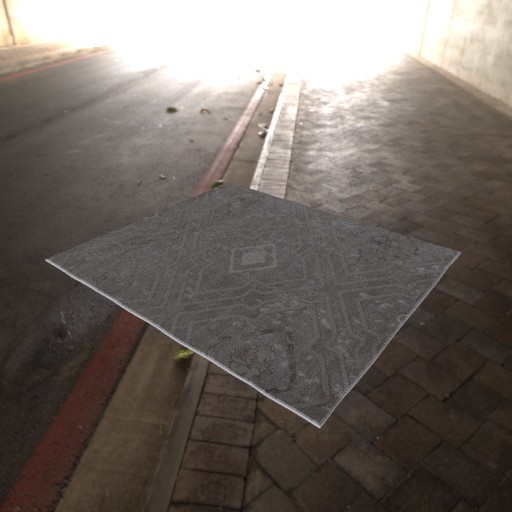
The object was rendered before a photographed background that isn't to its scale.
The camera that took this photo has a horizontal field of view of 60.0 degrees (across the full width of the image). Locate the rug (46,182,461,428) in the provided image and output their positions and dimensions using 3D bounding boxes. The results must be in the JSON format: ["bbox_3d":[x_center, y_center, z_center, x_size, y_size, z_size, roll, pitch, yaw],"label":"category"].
[{"bbox_3d":[0.000,0.000,0.894,0.639,0.006,0.548,22,37,33],"label":"rug"}]
